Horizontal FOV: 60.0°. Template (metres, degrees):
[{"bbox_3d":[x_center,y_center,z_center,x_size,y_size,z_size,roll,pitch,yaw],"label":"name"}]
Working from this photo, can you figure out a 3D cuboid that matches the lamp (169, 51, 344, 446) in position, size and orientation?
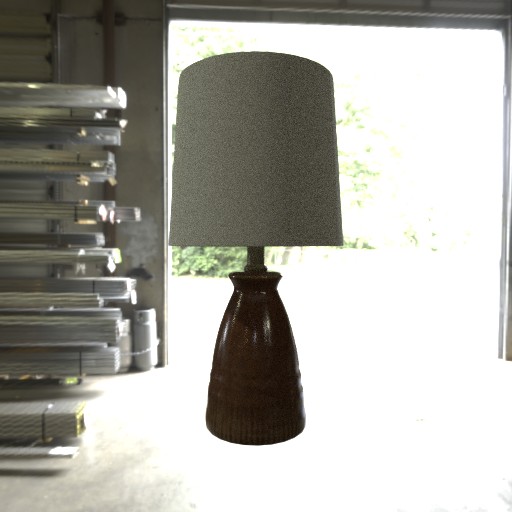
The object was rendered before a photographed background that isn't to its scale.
[{"bbox_3d":[0.000,0.000,0.481,0.186,0.369,0.186,0,2,0],"label":"lamp"}]
